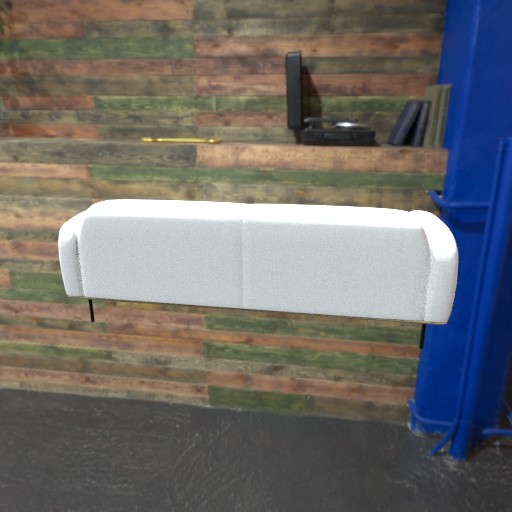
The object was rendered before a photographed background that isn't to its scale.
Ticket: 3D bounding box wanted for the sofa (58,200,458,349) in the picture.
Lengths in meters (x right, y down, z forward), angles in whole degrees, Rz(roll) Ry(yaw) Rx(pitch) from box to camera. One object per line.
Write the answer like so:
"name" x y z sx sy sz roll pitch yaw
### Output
"sofa" 0.000 0.000 2.805 2.280 0.780 0.870 3 18 9
